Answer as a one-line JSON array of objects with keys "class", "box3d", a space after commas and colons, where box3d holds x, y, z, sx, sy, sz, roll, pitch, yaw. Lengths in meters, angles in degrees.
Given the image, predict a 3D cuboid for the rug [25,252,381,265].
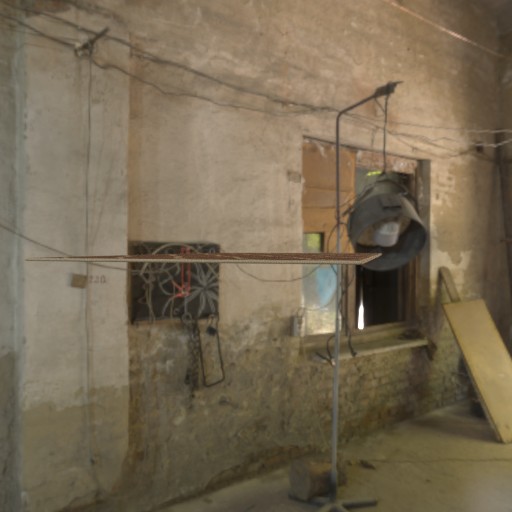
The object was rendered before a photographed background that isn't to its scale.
[{"class": "rug", "box3d": [0.000, 0.000, 2.894, 1.528, 0.014, 2.294, 0, 1, 18]}]
